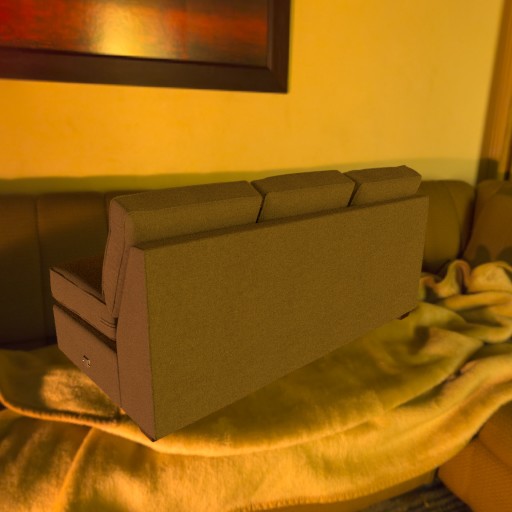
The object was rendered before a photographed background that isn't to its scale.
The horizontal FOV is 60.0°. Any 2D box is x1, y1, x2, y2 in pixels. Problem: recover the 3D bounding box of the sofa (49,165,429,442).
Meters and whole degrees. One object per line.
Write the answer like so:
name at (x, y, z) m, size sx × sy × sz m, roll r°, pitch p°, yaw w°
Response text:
sofa at (0.000, 0.000, 2.680) m, size 2.092 × 1.036 × 1.127 m, roll -14°, pitch 21°, yaw -41°
